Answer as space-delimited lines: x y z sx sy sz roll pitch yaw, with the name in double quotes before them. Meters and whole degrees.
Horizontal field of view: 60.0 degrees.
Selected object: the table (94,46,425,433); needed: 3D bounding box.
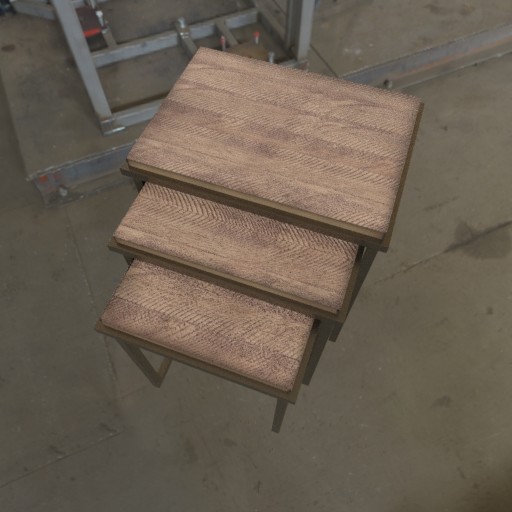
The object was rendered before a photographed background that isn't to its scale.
"table" 0.000 0.000 1.133 0.559 0.610 0.706 17 62 10
